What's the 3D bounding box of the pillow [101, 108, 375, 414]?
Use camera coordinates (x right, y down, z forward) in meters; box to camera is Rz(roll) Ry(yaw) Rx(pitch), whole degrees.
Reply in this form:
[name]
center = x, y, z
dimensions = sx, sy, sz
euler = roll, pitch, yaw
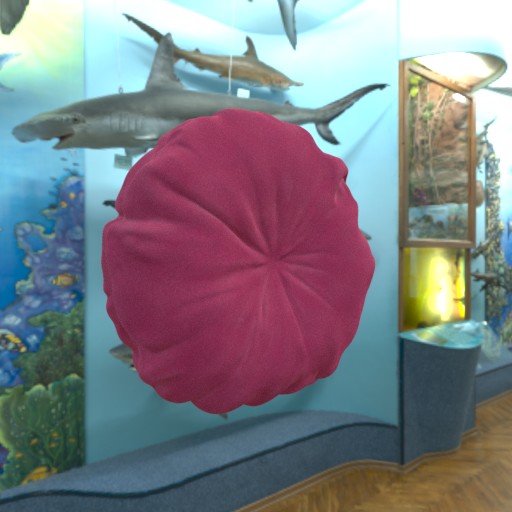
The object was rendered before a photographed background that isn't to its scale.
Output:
[pillow]
center = 0.000, 0.000, 0.634
dimensions = 0.428, 0.407, 0.148
euler = 0, 0, -36
